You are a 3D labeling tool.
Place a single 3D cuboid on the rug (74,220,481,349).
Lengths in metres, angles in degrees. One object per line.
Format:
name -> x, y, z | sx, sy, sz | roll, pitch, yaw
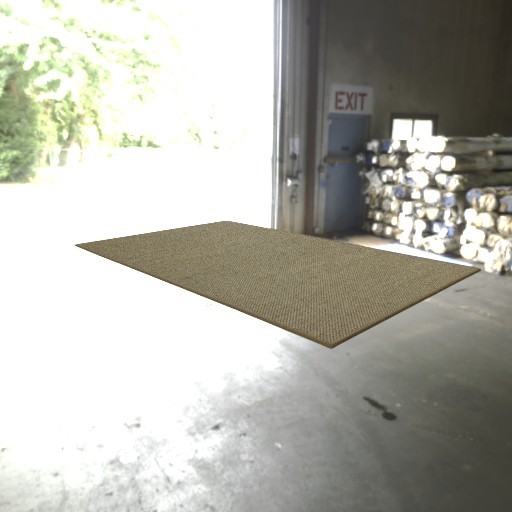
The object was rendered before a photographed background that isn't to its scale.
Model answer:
rug -> 0.000, 0.000, 2.106 | 1.062, 0.013, 1.667 | -14, 20, -42
